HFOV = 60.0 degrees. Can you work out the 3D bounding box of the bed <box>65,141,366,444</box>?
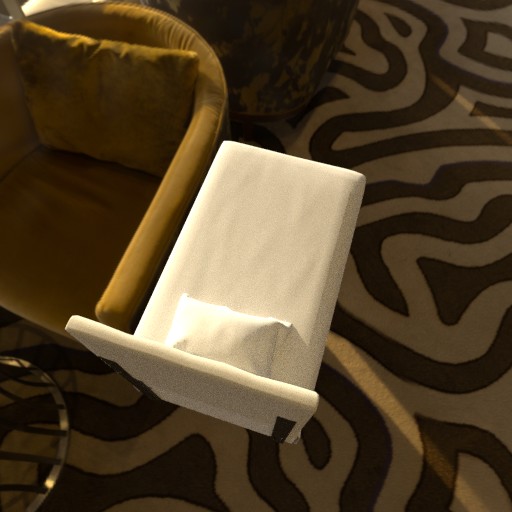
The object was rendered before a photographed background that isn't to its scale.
[{"bbox_3d":[0.000,0.000,2.966,1.261,1.571,1.997,16,64,8],"label":"bed"}]
